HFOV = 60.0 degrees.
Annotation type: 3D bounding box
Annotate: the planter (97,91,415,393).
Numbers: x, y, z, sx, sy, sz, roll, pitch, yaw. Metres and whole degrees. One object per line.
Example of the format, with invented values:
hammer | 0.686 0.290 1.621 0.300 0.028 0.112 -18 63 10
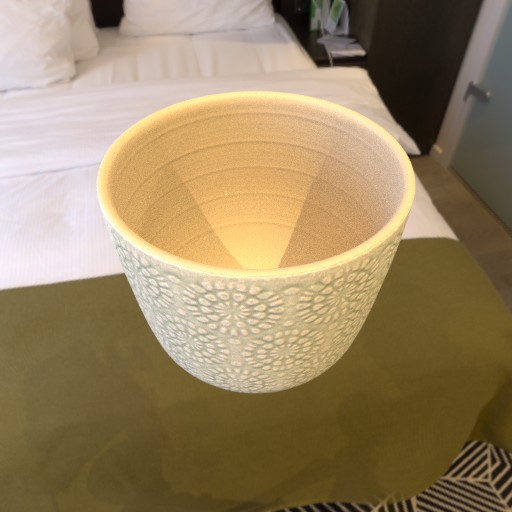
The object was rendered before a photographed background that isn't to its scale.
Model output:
planter | 0.000 0.000 0.215 0.124 0.109 0.124 0 46 0
